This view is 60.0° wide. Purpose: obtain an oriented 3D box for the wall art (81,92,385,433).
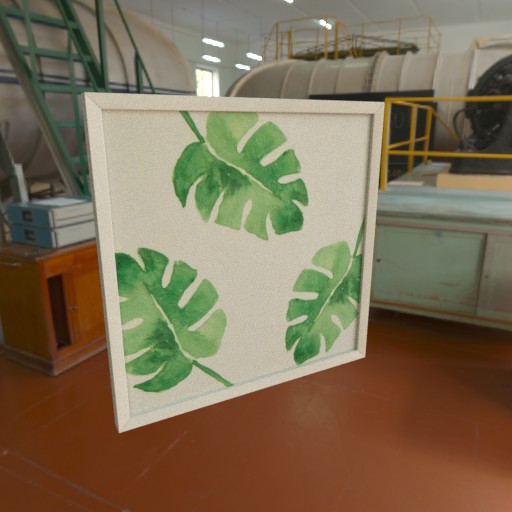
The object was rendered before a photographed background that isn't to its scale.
[{"bbox_3d":[0.000,0.000,1.135,0.762,0.762,0.040,-9,18,-27],"label":"wall art"}]
